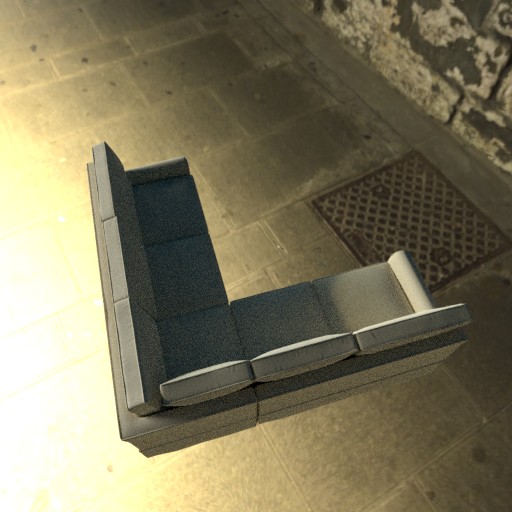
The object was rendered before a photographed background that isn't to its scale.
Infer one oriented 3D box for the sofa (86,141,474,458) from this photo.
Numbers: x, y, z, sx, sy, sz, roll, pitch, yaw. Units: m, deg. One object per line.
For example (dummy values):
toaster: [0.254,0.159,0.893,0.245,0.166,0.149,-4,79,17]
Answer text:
sofa: [0.000,0.000,3.957,2.591,1.070,2.597,-14,59,-8]
